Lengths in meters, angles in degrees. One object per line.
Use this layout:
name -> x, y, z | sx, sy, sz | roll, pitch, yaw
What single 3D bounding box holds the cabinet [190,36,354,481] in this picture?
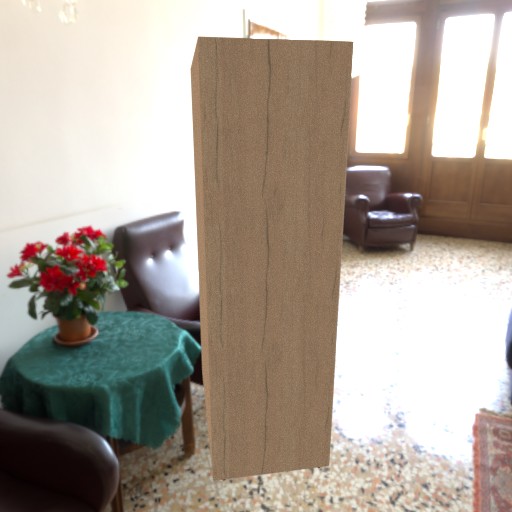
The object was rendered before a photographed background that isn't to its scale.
cabinet -> 0.000, 0.000, 2.344 | 0.580, 1.930, 0.980 | -3, 17, -9
